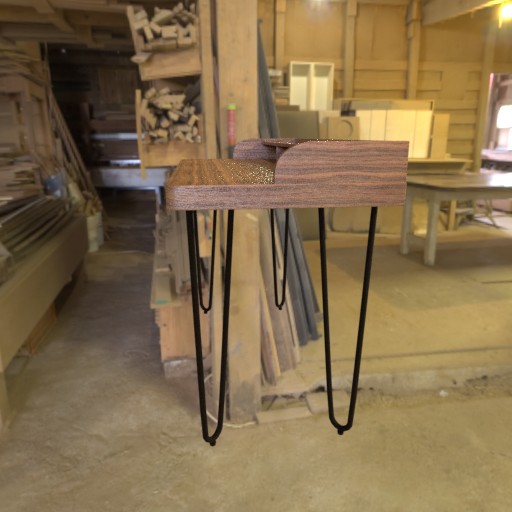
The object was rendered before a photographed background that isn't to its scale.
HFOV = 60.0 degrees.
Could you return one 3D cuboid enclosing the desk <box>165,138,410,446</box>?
[{"bbox_3d":[0.000,0.000,1.677,0.565,0.854,1.200,-2,15,-7],"label":"desk"}]
